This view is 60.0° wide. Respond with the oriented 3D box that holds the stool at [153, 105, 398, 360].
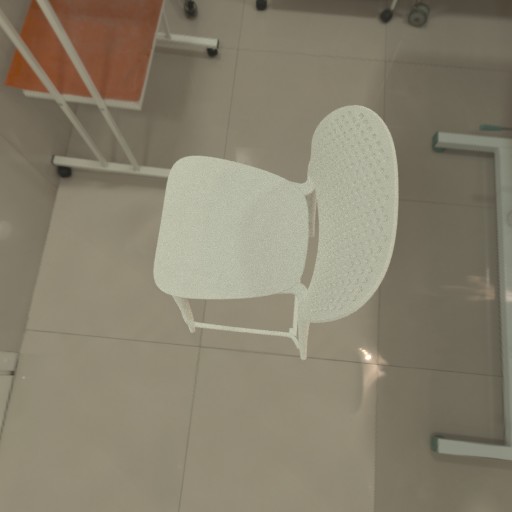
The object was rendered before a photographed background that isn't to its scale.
[{"bbox_3d":[0.000,0.000,1.334,0.535,1.045,0.536,5,75,1],"label":"stool"}]
